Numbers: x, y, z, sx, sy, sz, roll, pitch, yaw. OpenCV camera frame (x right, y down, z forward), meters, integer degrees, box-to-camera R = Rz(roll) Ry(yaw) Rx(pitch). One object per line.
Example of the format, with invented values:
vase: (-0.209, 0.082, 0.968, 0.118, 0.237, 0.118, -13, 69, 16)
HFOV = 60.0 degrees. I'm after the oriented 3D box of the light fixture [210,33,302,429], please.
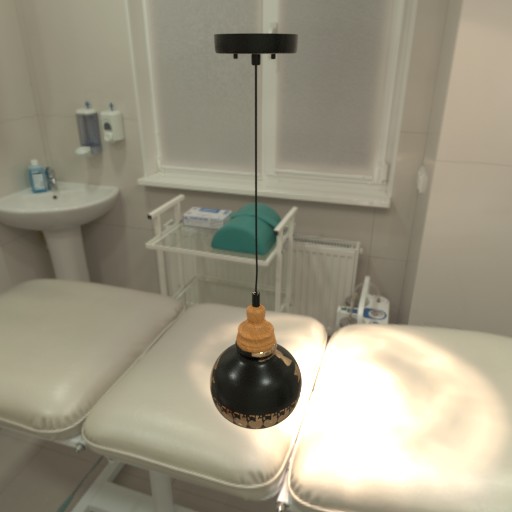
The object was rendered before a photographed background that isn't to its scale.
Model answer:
light fixture: (0.000, 0.000, 1.797, 0.430, 1.606, 0.430, 8, 26, 16)
